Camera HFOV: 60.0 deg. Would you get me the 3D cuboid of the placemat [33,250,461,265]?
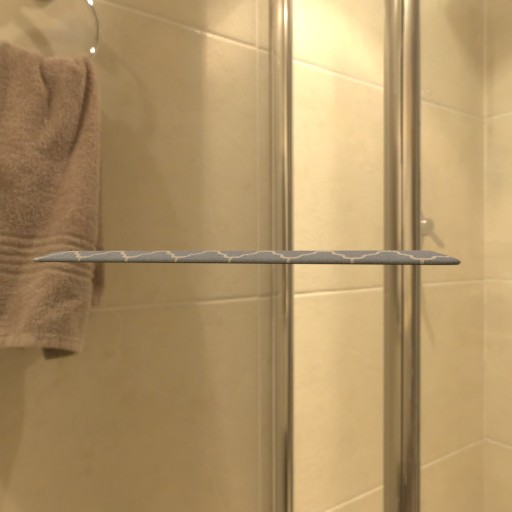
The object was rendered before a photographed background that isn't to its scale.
[{"bbox_3d":[0.000,0.000,0.964,0.762,0.021,0.508,0,0,18],"label":"placemat"}]
